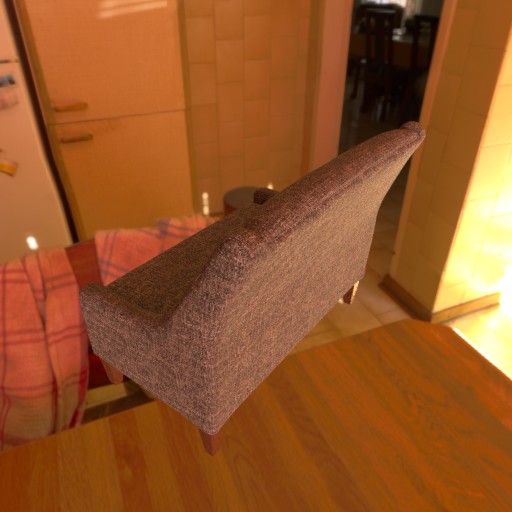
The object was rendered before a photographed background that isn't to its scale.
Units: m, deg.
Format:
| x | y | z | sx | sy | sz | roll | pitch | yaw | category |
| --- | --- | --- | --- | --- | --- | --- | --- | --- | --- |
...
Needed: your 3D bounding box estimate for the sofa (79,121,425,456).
| x | y | z | sx | sy | sz | roll | pitch | yaw | category |
| --- | --- | --- | --- | --- | --- | --- | --- | --- | --- |
| 0.000 | 0.000 | 1.907 | 0.870 | 1.021 | 1.242 | 22 | 39 | 30 | sofa |
